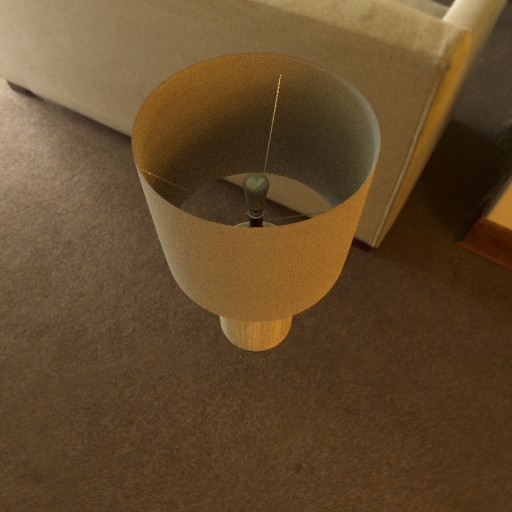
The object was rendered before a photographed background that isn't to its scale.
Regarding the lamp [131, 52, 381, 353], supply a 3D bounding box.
[{"bbox_3d":[0.000,0.000,0.594,0.228,0.444,0.228,-14,59,-8],"label":"lamp"}]
